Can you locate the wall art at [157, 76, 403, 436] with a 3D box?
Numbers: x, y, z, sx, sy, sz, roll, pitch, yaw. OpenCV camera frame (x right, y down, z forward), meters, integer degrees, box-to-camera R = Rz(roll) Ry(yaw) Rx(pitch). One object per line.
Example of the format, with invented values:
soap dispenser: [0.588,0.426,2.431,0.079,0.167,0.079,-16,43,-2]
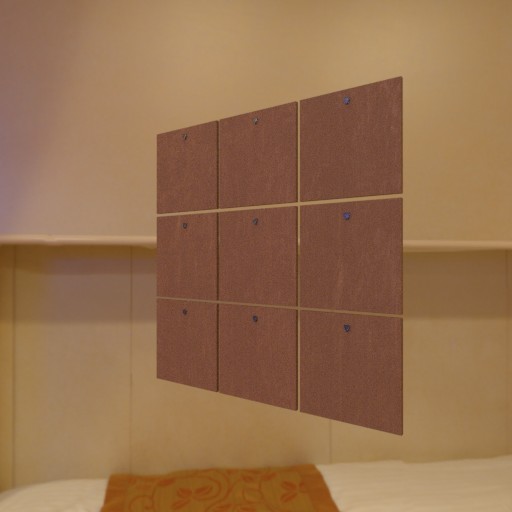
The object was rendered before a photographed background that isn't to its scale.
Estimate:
wall art: [0.000,0.000,1.394,0.915,0.913,0.018,0,0,36]
